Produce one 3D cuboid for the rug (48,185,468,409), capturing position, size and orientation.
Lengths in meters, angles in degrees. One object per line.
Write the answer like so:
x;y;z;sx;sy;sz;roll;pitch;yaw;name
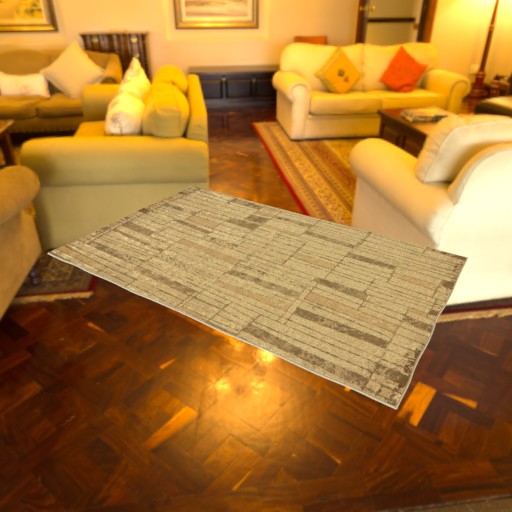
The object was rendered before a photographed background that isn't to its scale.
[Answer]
0.000;0.000;3.027;2.444;0.023;1.531;18;35;28;rug
